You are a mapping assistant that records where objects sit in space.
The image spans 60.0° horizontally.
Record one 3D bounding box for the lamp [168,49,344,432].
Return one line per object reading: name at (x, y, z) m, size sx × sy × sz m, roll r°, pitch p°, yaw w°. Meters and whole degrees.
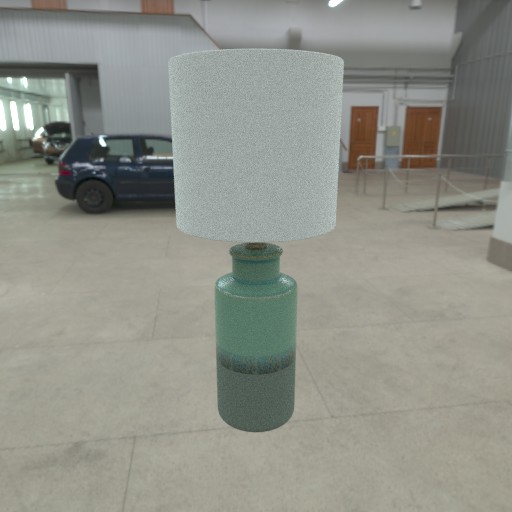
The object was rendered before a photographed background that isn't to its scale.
lamp at (0.000, 0.000, 0.613) m, size 0.212 × 0.493 × 0.212 m, roll -15°, pitch 22°, yaw -42°
